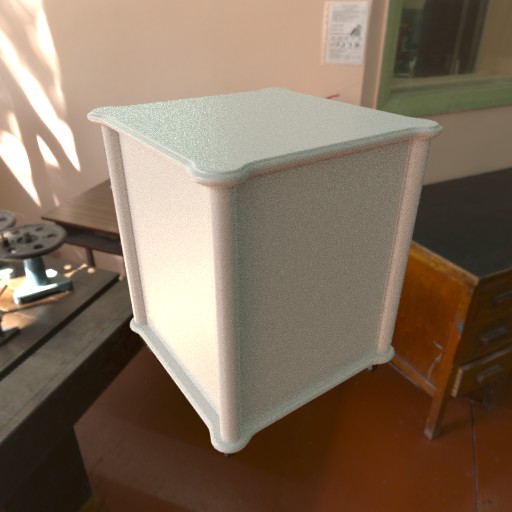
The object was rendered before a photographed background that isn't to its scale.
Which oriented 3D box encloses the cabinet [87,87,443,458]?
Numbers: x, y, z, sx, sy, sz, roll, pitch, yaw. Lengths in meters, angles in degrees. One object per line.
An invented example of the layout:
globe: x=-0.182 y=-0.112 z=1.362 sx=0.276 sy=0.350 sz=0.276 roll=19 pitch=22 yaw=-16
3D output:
cabinet: x=0.000 y=0.000 z=1.231 sx=0.628 sy=0.761 sz=0.627 roll=-19 pitch=35 yaw=-30
